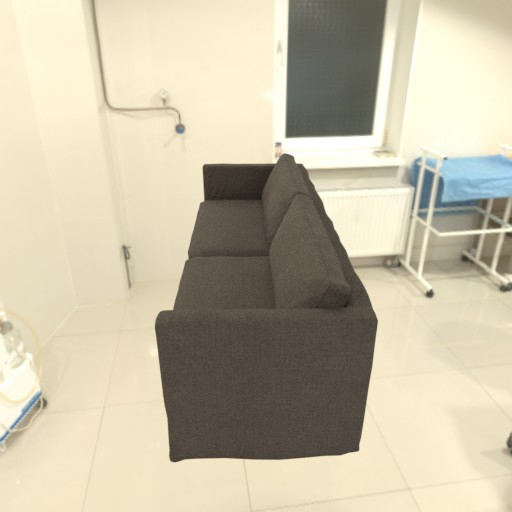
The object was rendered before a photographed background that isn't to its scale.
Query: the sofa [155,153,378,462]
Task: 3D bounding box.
[{"bbox_3d":[0.000,0.000,3.316,1.036,0.998,2.779,-1,26,-1],"label":"sofa"}]
